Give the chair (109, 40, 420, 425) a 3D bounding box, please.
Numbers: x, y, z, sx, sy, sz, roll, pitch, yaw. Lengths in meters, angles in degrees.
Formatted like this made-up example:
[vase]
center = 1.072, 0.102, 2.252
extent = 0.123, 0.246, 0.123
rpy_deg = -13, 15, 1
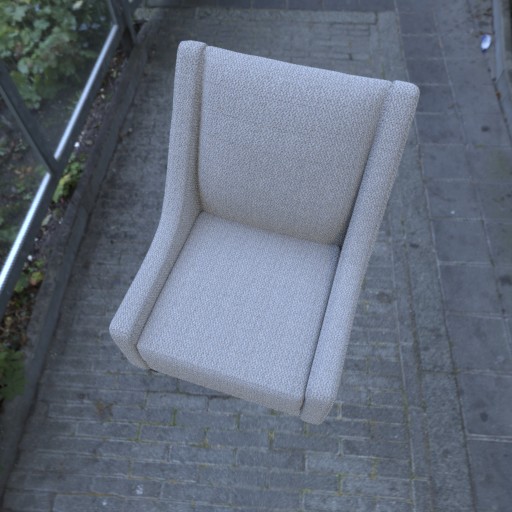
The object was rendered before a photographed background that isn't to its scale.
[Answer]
[chair]
center = 0.000, 0.000, 1.566
extent = 0.774, 1.014, 0.870
rpy_deg = 15, 60, 9
